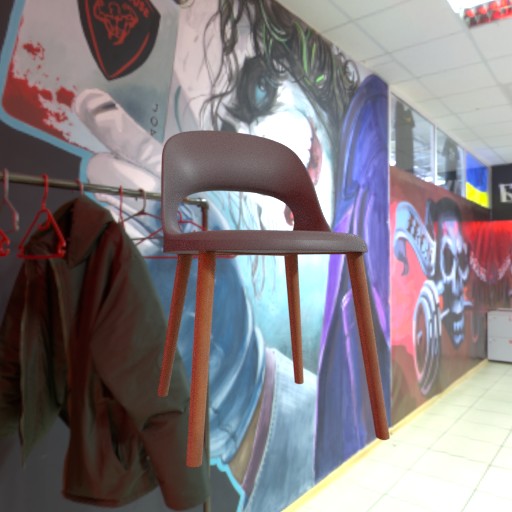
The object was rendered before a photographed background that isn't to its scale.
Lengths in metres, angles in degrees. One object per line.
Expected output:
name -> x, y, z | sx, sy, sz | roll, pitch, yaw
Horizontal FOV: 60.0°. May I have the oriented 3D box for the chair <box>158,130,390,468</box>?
chair -> 0.000, 0.000, 1.138 | 0.470, 0.795, 0.556 | 0, -1, -18
